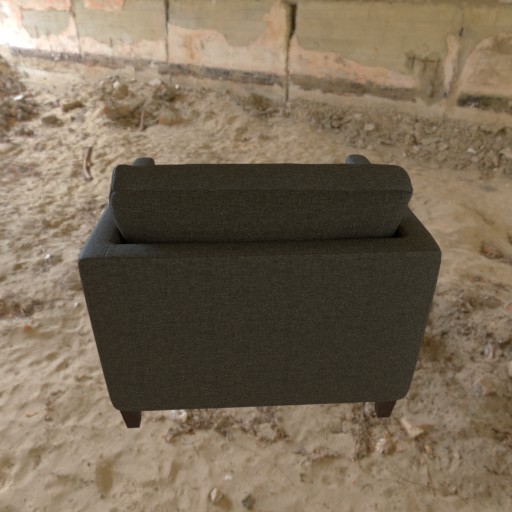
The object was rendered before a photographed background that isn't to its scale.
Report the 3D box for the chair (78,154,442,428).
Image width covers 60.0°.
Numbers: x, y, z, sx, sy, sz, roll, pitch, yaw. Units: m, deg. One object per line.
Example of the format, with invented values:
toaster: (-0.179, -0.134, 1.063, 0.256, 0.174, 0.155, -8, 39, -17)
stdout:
chair: (0.000, 0.000, 1.821, 1.107, 0.963, 0.959, -1, 31, -2)
